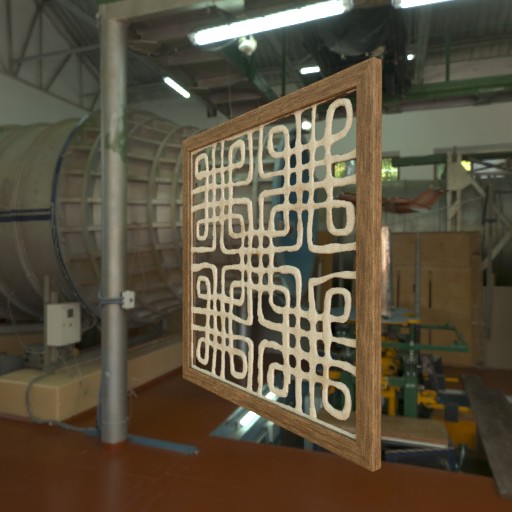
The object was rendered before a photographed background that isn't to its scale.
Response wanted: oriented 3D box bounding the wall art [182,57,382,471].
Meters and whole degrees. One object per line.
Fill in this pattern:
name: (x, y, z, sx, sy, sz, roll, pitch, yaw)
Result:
wall art: (0.000, 0.000, 0.829, 0.021, 0.582, 0.561, 0, 1, -36)
